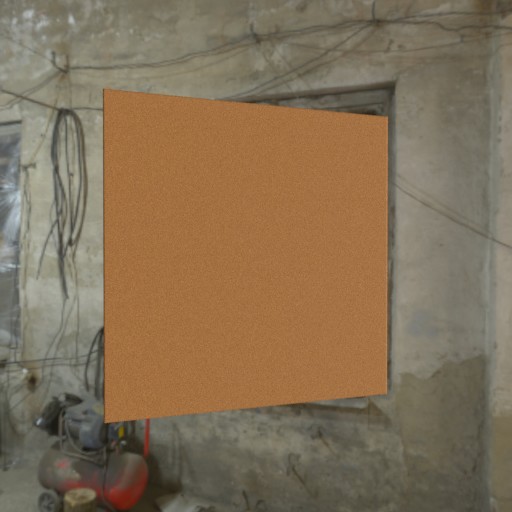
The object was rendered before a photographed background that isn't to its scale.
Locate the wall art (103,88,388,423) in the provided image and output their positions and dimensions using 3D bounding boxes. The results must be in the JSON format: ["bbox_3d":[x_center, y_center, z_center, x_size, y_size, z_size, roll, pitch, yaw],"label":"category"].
[{"bbox_3d":[0.000,0.000,0.853,0.554,0.572,0.037,0,1,-16],"label":"wall art"}]
